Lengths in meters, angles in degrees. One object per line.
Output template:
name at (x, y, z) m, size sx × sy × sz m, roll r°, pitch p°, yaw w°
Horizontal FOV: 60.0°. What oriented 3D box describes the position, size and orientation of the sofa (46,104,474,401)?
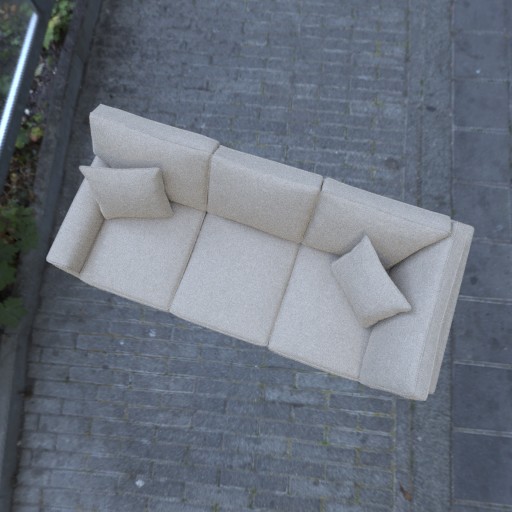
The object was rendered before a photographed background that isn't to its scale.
sofa at (0.000, 0.000, 2.784) m, size 2.317 × 0.962 × 1.061 m, roll 19°, pitch 77°, yaw 5°
